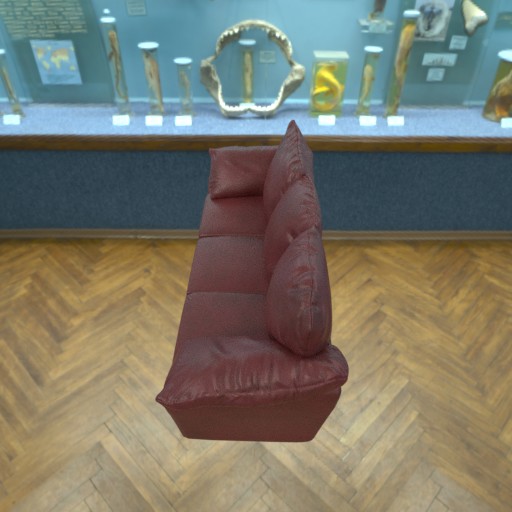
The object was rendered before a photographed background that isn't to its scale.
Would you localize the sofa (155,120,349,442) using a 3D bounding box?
[{"bbox_3d":[0.000,0.000,2.968,0.907,1.091,2.390,1,40,1],"label":"sofa"}]
